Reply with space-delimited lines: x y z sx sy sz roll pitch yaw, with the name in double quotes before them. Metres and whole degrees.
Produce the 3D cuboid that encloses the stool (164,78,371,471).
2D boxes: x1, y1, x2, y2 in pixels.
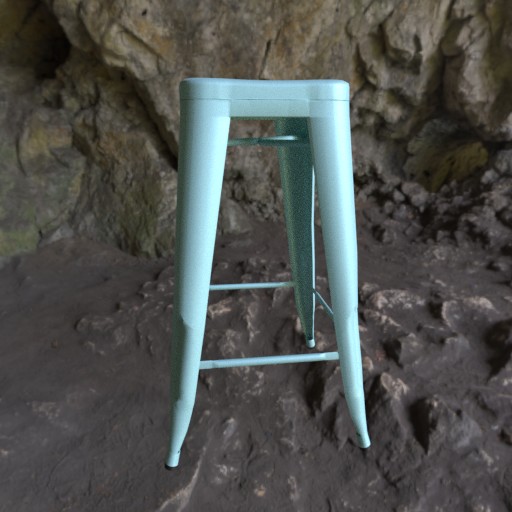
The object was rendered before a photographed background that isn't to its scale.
"stool" 0.000 0.000 0.850 0.359 0.609 0.399 -2 17 -8
